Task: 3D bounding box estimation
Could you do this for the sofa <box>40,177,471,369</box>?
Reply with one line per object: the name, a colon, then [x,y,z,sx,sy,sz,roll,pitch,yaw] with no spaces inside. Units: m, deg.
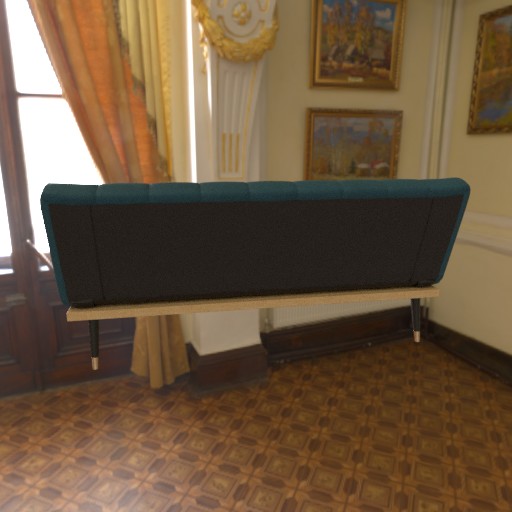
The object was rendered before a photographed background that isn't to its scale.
sofa: [0.000,0.000,2.292,1.810,0.825,0.830,-3,14,-10]
